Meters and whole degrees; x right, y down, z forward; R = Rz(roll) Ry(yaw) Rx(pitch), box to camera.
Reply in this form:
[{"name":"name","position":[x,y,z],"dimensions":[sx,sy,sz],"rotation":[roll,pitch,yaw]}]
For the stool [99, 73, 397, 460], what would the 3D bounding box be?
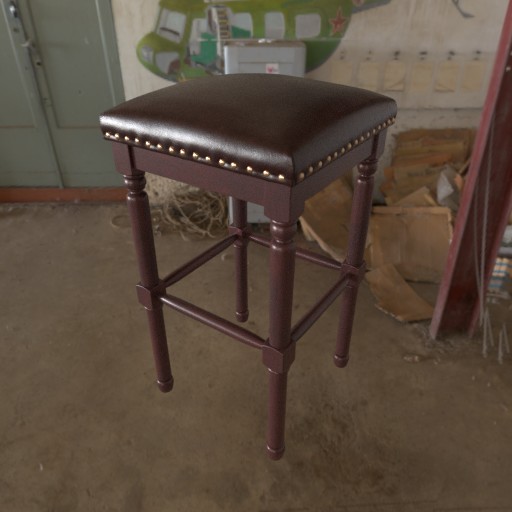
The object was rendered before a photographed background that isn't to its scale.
[{"name":"stool","position":[0.000,0.000,0.931],"dimensions":[0.382,0.702,0.383],"rotation":[20,37,29]}]
